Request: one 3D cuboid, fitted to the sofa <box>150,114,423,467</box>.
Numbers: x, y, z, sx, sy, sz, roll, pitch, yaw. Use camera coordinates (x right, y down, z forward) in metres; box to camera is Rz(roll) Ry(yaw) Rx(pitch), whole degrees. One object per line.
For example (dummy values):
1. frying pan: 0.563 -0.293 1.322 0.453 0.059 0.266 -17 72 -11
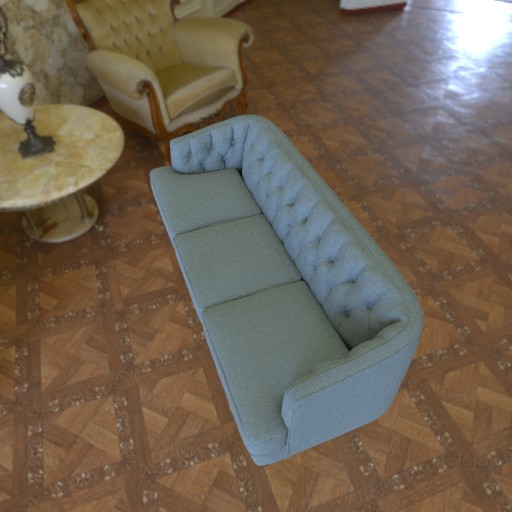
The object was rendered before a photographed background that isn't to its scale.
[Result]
1. sofa: 0.000 0.000 2.808 0.941 0.855 2.278 -15 47 -15
